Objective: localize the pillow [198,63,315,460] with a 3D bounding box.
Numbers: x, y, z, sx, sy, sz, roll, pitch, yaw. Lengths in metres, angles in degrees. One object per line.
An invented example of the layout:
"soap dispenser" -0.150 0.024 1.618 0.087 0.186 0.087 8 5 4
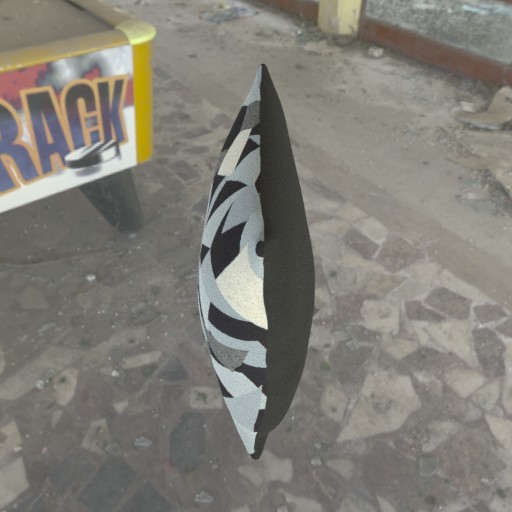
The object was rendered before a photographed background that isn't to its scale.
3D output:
"pillow" 0.000 0.000 0.778 0.208 0.496 0.503 1 42 1
